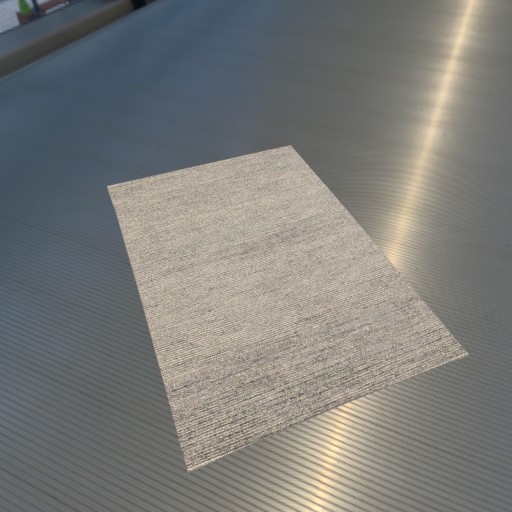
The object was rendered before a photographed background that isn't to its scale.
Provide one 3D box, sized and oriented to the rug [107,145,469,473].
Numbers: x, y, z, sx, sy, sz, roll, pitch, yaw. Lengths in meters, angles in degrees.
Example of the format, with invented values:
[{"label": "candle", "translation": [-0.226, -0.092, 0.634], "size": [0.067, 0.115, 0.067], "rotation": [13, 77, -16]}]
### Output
[{"label": "rug", "translation": [0.000, 0.000, 2.958], "size": [1.604, 0.030, 2.307], "rotation": [-16, 48, -15]}]
